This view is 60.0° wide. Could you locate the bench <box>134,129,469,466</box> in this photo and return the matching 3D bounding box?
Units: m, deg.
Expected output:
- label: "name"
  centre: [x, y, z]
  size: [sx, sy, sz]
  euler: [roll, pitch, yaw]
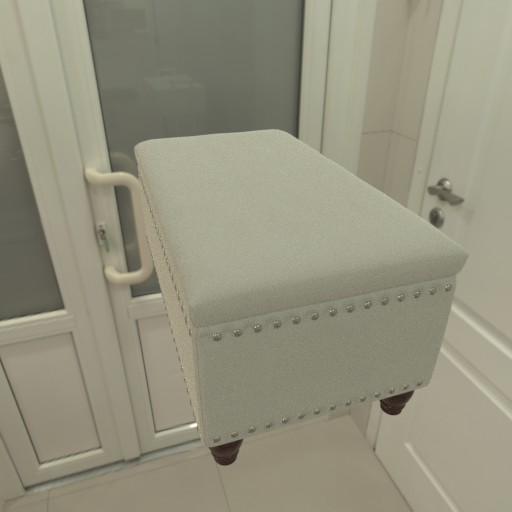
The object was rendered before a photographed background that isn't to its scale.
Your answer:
- label: "bench"
  centre: [0.000, 0.000, 1.167]
  size: [0.500, 0.449, 0.887]
  euler: [-9, 31, -16]
